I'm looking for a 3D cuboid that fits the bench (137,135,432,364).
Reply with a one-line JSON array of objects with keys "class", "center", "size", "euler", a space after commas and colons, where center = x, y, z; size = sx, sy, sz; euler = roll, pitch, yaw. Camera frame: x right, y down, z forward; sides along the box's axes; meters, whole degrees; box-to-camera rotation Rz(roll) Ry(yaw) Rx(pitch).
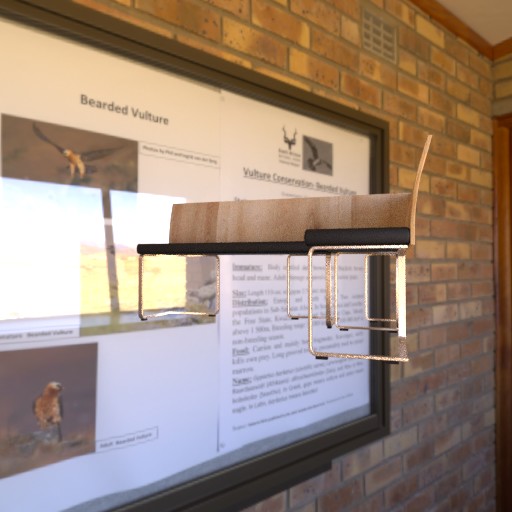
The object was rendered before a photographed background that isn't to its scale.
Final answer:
[{"class": "bench", "center": [0.000, 0.000, 2.768], "size": [1.945, 0.930, 1.495], "euler": [0, -1, 17]}]
